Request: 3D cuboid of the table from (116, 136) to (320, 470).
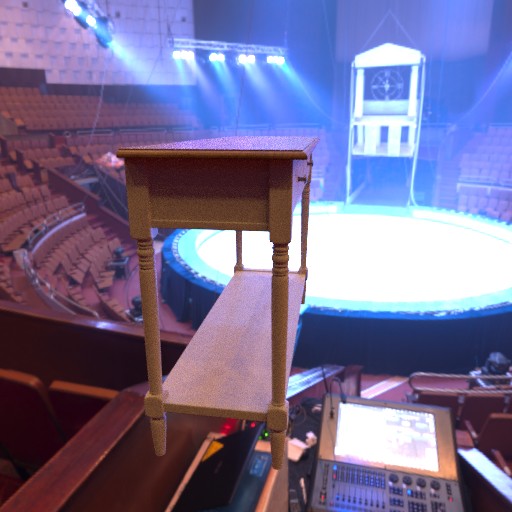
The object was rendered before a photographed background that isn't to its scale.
[{"bbox_3d":[0.000,0.000,1.584,0.399,0.800,1.219,3,16,9],"label":"table"}]
